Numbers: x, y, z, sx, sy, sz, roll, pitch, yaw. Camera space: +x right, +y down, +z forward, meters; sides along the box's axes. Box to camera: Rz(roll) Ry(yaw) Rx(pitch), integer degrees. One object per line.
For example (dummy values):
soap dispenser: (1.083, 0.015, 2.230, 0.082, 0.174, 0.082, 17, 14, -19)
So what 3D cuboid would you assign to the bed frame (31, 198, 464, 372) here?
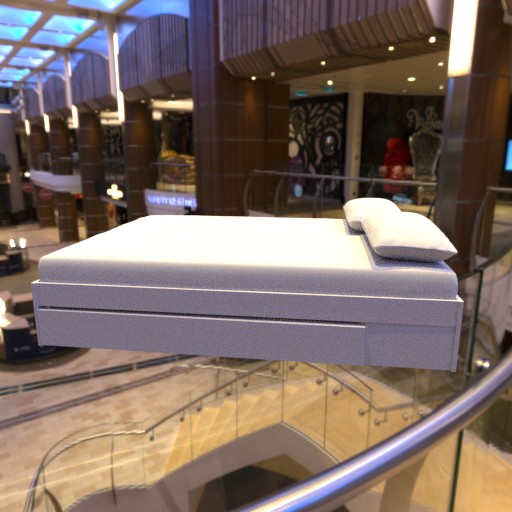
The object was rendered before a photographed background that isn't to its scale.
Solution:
bed frame: (0.000, 0.000, 2.662, 1.950, 0.629, 1.450, 2, 14, 8)
